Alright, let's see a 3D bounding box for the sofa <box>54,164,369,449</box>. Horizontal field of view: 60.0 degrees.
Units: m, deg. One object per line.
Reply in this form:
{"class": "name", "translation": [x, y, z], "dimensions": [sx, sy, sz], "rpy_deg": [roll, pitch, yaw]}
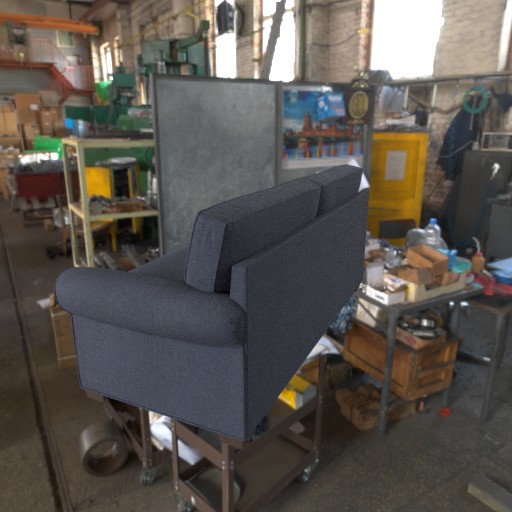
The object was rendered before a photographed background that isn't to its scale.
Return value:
{"class": "sofa", "translation": [0.000, 0.000, 2.841], "dimensions": [0.954, 1.026, 2.391], "rpy_deg": [8, 18, 24]}
